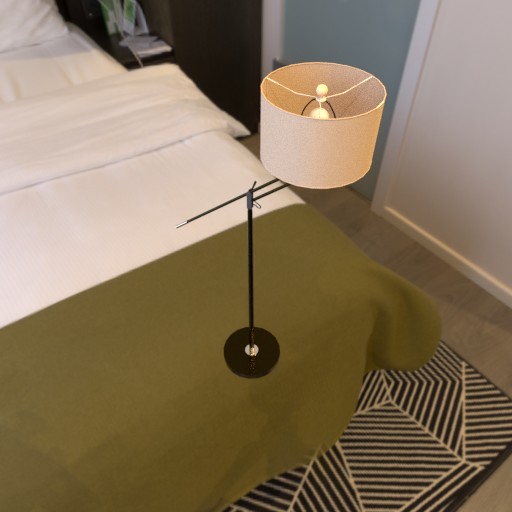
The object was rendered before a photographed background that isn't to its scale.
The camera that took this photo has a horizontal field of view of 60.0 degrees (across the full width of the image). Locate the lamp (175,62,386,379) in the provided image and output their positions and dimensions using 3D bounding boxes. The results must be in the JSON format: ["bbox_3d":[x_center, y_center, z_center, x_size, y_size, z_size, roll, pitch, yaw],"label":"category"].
[{"bbox_3d":[0.000,0.000,1.970,0.809,1.635,0.373,17,48,16],"label":"lamp"}]
